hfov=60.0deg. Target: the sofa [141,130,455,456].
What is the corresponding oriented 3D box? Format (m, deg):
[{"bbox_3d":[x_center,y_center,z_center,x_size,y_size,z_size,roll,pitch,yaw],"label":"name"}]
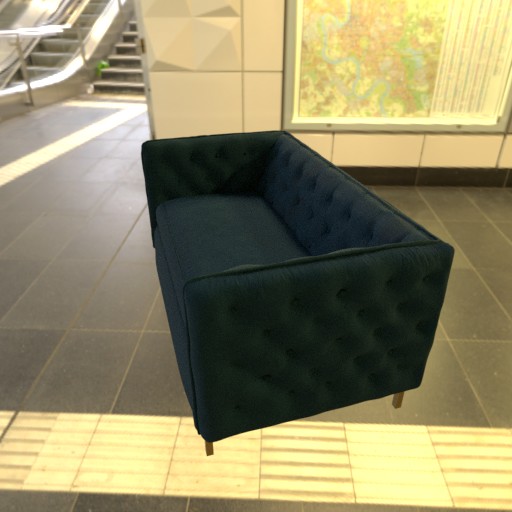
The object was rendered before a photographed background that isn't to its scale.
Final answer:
[{"bbox_3d":[0.000,0.000,2.139,0.909,0.810,1.583,-9,31,-15],"label":"sofa"}]
